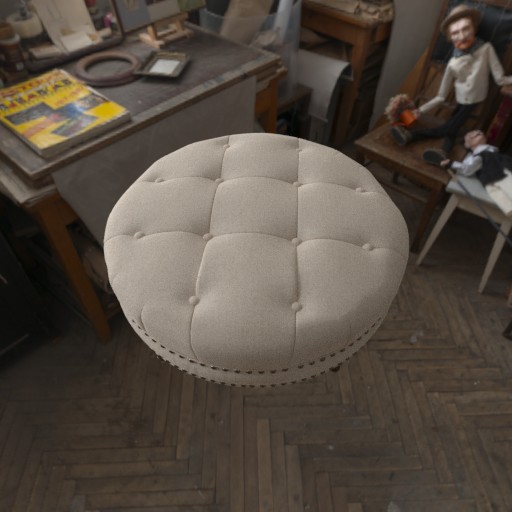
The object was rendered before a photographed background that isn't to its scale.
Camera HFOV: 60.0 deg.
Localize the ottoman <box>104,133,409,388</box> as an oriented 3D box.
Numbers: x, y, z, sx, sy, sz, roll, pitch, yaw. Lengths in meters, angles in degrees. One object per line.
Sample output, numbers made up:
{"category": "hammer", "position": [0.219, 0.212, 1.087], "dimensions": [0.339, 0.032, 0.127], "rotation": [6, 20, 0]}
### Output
{"category": "ottoman", "position": [0.000, 0.000, 1.490], "dimensions": [0.940, 0.483, 0.940], "rotation": [0, 47, 0]}
